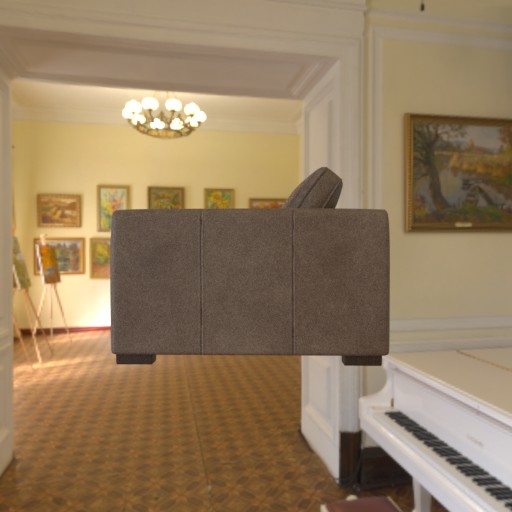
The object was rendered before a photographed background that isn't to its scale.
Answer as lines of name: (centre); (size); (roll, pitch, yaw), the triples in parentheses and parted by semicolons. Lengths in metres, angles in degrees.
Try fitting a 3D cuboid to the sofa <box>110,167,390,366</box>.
sofa: (0.000, 0.000, 2.759); (1.070, 0.801, 2.262); (0, 1, 1)
